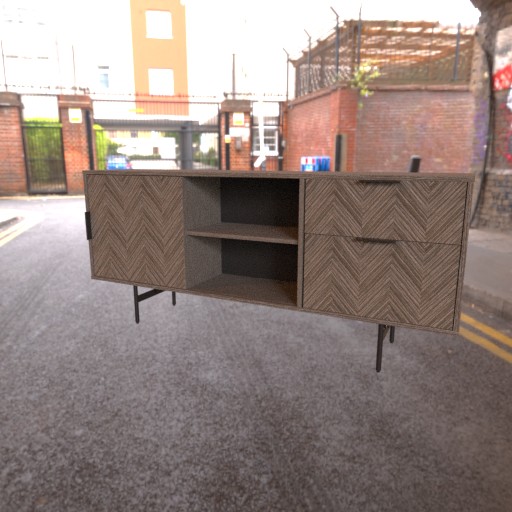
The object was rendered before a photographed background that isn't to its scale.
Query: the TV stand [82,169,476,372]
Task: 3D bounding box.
[{"bbox_3d":[0.000,0.000,2.108,1.804,0.787,0.405,6,14,25],"label":"TV stand"}]
